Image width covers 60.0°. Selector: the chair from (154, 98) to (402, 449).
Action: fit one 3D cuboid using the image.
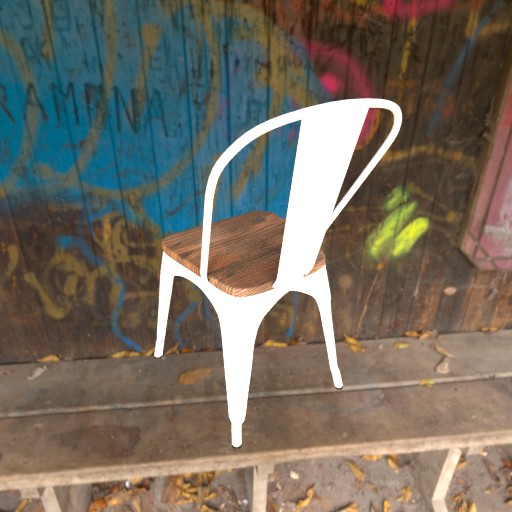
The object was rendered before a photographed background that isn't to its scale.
[{"bbox_3d":[0.000,0.000,1.147,0.452,0.851,0.521,-19,35,-29],"label":"chair"}]
